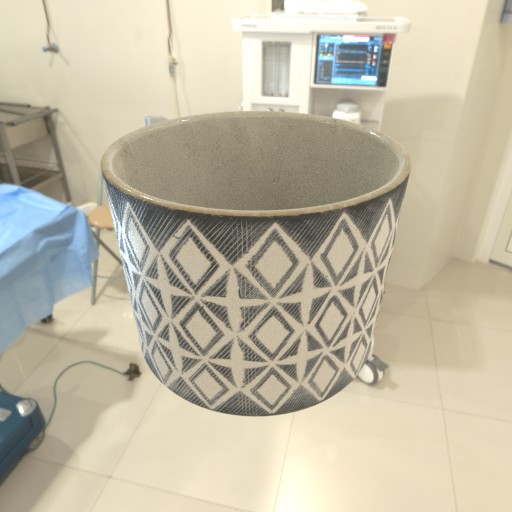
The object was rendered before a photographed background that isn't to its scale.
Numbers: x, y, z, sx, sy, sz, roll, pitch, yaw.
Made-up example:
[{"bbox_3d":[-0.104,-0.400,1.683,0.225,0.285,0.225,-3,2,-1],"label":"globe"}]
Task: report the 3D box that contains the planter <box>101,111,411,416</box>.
[{"bbox_3d":[0.000,0.000,0.329,0.192,0.165,0.192,0,32,0],"label":"planter"}]
